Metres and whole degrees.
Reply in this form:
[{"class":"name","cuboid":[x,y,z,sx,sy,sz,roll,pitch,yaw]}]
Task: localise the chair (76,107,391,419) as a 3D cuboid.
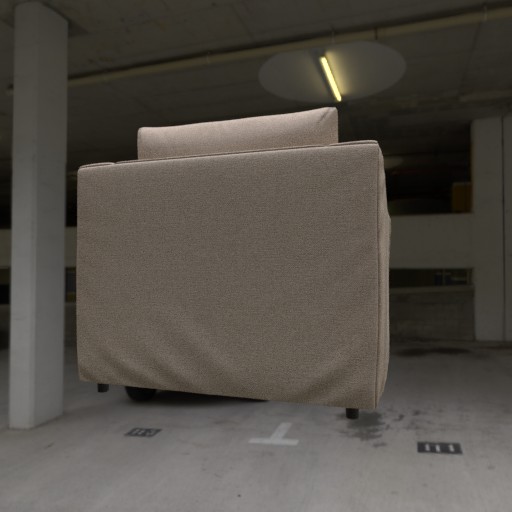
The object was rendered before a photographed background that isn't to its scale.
[{"class":"chair","cuboid":[0.000,0.000,2.069,1.194,1.093,1.071,0,-1,18]}]
